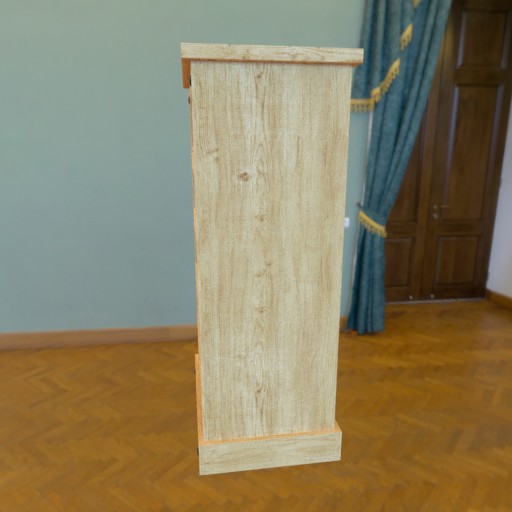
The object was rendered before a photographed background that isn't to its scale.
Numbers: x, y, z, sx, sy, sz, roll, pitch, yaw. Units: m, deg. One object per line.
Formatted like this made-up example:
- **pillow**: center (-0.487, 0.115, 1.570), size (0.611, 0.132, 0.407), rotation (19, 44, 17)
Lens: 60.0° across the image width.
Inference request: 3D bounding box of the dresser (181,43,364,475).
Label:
- **dresser**: center (0.000, 0.000, 1.310), size (0.390, 1.041, 0.531), rotation (-2, 14, -8)
